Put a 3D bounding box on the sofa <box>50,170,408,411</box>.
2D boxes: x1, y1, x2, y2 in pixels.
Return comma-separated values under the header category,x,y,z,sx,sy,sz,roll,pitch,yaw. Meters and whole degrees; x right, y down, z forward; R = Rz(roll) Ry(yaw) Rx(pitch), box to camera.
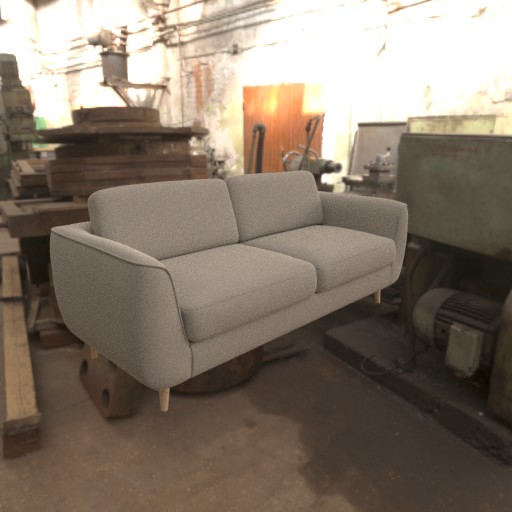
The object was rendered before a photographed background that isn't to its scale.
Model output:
category,x,y,z,sx,sy,sz,roll,pitch,yaw
sofa,0.000,0.000,2.495,0.920,0.850,2.000,15,21,43
